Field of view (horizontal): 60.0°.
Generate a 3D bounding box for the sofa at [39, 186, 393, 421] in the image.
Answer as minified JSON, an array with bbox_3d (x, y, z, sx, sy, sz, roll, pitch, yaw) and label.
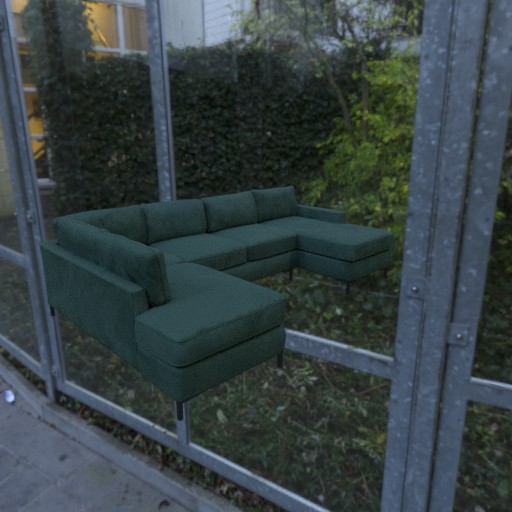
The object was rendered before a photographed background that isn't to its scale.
[{"bbox_3d":[0.000,0.000,3.868,2.994,0.861,1.992,-15,22,-42],"label":"sofa"}]
